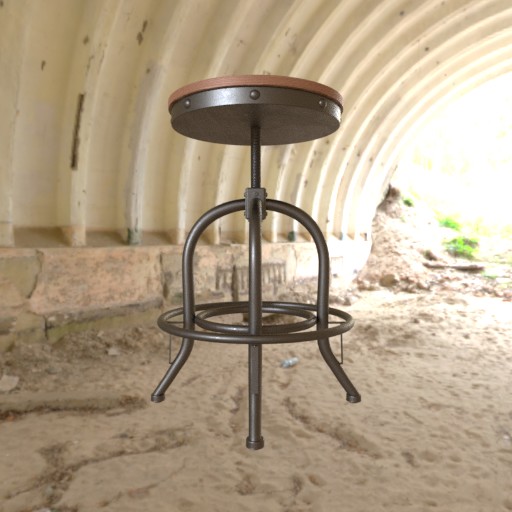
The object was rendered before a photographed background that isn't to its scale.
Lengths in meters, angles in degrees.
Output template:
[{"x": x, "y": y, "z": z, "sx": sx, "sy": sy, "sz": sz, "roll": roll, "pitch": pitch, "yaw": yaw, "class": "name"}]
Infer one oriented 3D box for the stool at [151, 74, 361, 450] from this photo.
[{"x": 0.000, "y": 0.000, "z": 0.912, "sx": 0.439, "sy": 0.609, "sz": 0.439, "roll": 0, "pitch": 2, "yaw": 0, "class": "stool"}]
